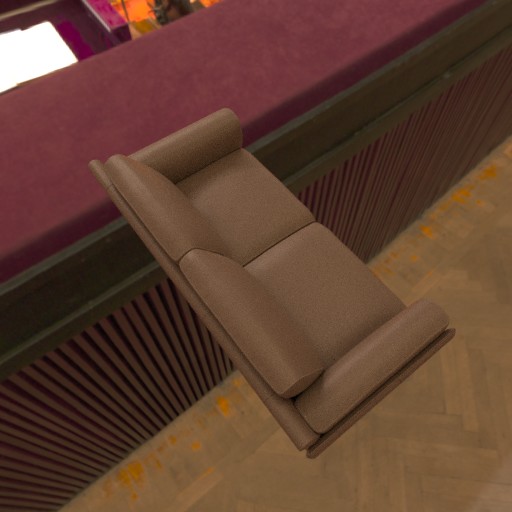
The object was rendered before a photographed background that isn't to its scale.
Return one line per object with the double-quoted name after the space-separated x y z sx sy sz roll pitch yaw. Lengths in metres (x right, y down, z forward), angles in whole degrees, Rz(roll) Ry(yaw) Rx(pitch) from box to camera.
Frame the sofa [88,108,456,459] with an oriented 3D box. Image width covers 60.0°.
0.000 0.000 2.646 1.049 0.930 2.101 -33 64 -18 "sofa"
